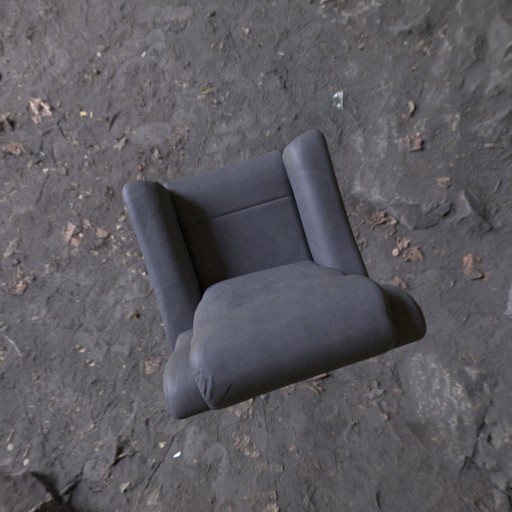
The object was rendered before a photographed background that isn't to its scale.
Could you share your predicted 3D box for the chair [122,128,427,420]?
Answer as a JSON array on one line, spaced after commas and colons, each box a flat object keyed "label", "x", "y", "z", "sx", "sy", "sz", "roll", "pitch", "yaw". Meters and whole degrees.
[{"label": "chair", "x": 0.000, "y": 0.000, "z": 1.937, "sx": 0.967, "sy": 1.116, "sz": 1.068, "roll": -17, "pitch": 77, "yaw": -4}]
